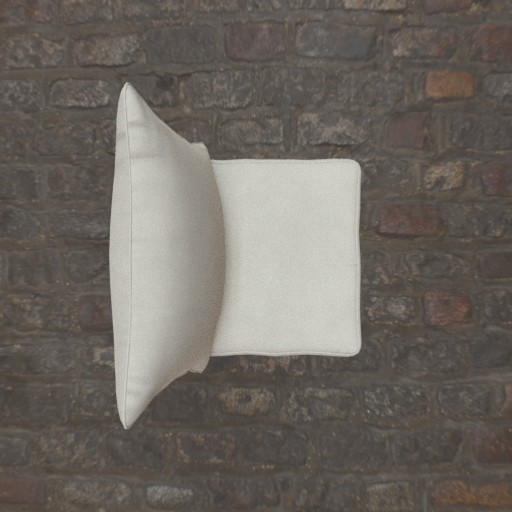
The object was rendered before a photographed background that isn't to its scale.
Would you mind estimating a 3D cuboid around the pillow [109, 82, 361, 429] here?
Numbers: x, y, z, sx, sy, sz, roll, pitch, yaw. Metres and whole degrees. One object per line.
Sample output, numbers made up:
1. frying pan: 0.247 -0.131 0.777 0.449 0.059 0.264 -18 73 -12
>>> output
1. pillow: 0.000 0.000 1.314 0.733 0.716 0.798 0 89 1
